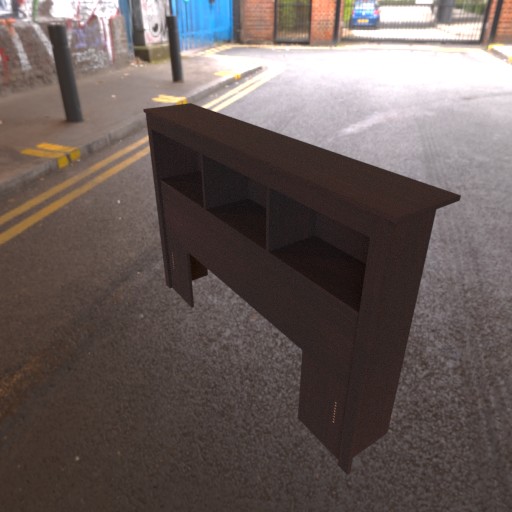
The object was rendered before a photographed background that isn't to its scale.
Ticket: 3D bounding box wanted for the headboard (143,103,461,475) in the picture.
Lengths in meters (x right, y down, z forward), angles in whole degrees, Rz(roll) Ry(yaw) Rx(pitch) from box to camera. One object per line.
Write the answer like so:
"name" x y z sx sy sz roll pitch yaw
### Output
"headboard" 0.000 0.000 2.077 0.279 1.092 1.671 -19 35 -30
